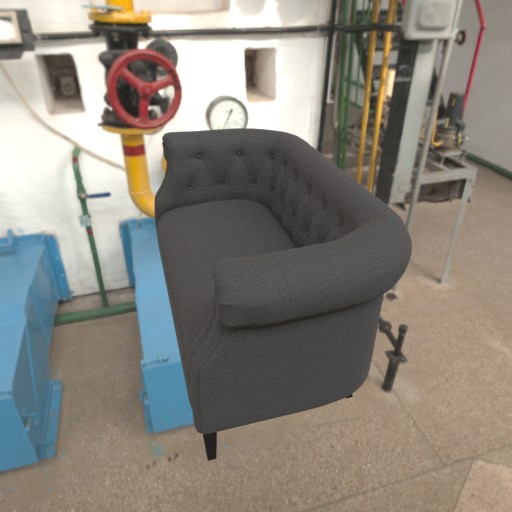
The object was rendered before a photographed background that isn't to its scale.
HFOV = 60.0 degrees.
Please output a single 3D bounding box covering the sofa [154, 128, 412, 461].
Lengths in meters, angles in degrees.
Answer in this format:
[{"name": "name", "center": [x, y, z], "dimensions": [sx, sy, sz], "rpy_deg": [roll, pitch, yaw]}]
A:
[{"name": "sofa", "center": [0.000, 0.000, 2.060], "dimensions": [0.835, 0.827, 1.558], "rpy_deg": [-8, 32, -14]}]
